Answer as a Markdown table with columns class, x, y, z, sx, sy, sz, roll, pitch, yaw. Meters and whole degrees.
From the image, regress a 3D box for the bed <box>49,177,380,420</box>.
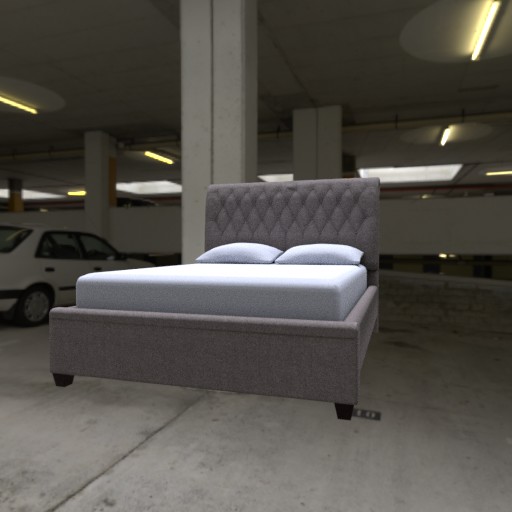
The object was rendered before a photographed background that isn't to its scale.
| class | x | y | z | sx | sy | sz | roll | pitch | yaw |
| --- | --- | --- | --- | --- | --- | --- | --- | --- | --- |
| bed | 0.000 | 0.000 | 3.202 | 1.645 | 1.371 | 2.252 | 0 | 1 | 18 |
